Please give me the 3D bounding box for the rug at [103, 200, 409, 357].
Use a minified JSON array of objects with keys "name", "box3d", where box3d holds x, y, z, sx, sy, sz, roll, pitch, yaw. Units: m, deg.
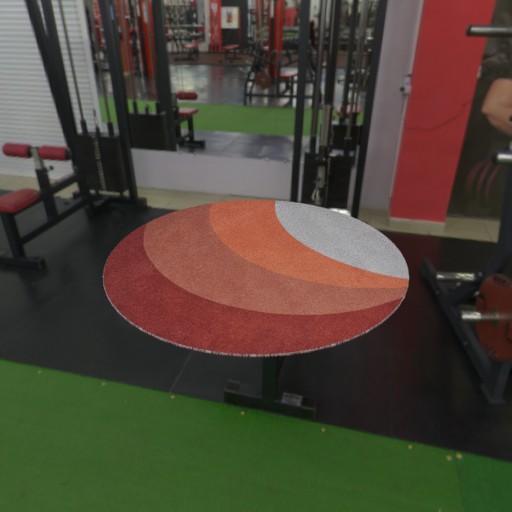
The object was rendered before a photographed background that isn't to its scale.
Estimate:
[{"name":"rug","box3d":[0.000,0.000,2.289,1.514,0.015,1.514,0,29,0]}]
